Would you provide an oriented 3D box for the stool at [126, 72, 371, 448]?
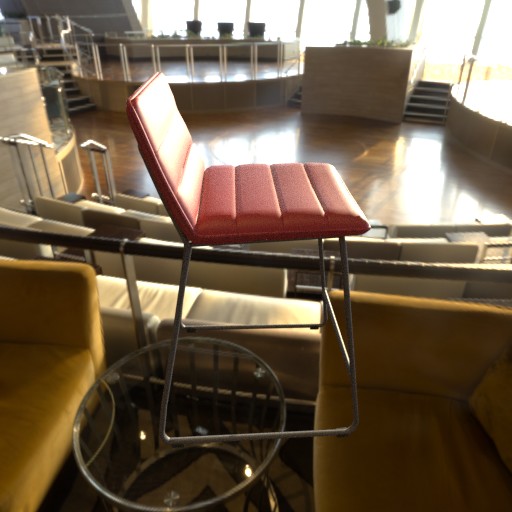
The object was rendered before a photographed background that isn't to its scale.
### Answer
[{"bbox_3d":[0.000,0.000,1.164,0.524,0.866,0.489,-1,30,-2],"label":"stool"}]
